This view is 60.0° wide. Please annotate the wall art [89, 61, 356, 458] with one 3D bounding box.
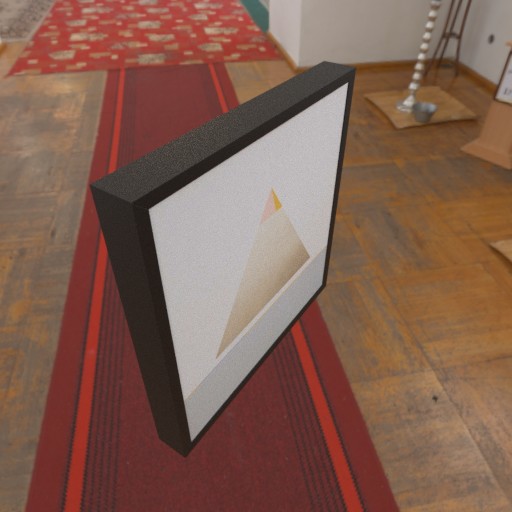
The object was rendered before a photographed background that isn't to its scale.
[{"bbox_3d":[0.000,0.000,0.453,0.037,0.303,0.304,24,45,26],"label":"wall art"}]
